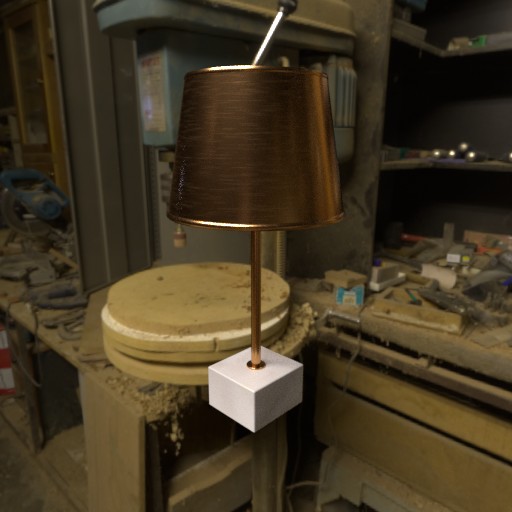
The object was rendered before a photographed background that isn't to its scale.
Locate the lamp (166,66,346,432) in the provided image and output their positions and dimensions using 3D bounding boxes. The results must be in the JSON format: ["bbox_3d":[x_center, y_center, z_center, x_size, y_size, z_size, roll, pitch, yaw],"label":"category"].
[{"bbox_3d":[0.000,0.000,0.538,0.208,0.406,0.208,0,15,0],"label":"lamp"}]
